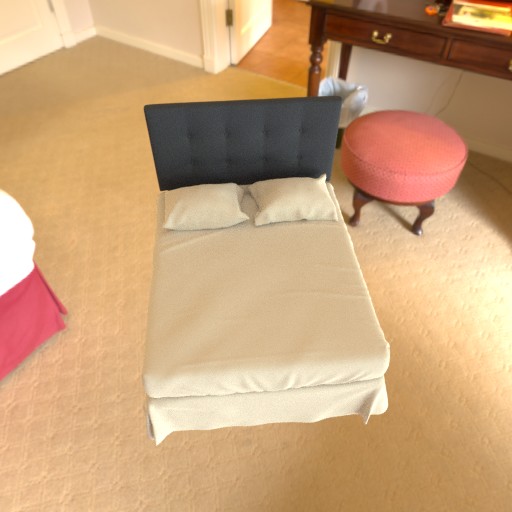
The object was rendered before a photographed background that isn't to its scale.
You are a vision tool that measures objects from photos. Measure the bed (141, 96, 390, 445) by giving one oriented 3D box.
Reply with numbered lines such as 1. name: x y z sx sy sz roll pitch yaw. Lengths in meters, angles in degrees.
1. bed: 0.000 0.000 3.502 1.936 1.577 2.222 -4 47 -4
